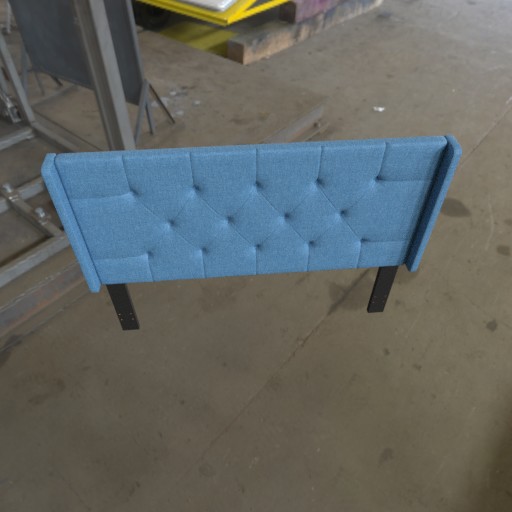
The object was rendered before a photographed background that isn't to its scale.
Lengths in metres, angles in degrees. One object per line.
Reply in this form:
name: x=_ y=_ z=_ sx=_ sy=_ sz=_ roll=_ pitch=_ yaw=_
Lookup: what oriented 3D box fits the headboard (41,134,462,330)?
headboard: x=0.000 y=0.000 z=2.742 sx=2.051 sy=1.524 sz=0.184 roll=-4 pitch=46 yaw=-3
